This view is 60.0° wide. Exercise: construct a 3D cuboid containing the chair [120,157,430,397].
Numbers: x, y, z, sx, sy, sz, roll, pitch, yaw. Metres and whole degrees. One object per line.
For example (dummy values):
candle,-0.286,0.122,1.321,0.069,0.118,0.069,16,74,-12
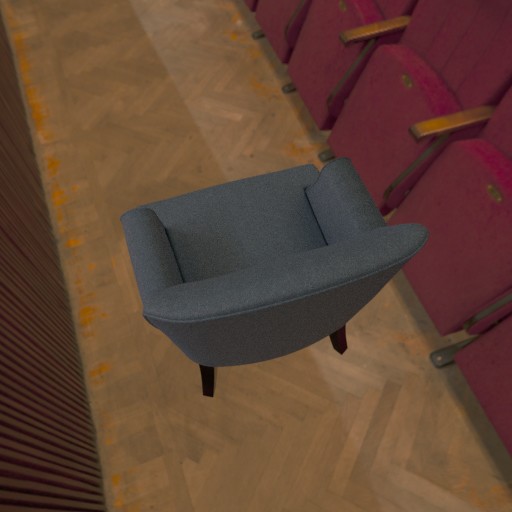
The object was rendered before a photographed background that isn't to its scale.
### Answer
chair,0.000,0.000,1.477,0.770,0.878,0.754,-16,59,-9
